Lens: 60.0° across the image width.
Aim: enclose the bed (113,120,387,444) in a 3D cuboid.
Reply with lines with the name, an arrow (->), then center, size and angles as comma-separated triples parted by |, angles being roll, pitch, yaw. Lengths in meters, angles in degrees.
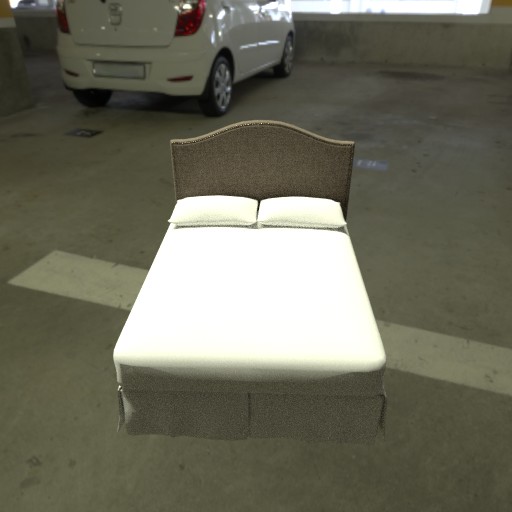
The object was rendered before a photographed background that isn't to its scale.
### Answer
bed -> 0.000, 0.000, 3.342 | 1.713, 1.518, 2.153 | 1, 31, 2
